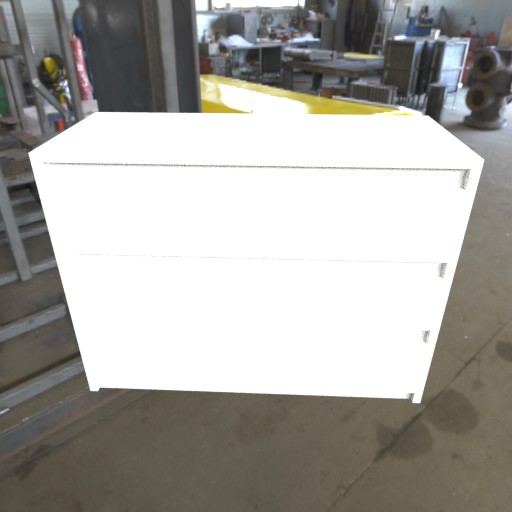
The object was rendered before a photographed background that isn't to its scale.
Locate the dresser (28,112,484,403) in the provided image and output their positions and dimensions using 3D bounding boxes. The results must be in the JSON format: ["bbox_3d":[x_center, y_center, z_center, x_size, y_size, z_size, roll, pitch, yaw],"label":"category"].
[{"bbox_3d":[0.000,0.000,1.471,1.100,0.820,0.460,1,30,2],"label":"dresser"}]
